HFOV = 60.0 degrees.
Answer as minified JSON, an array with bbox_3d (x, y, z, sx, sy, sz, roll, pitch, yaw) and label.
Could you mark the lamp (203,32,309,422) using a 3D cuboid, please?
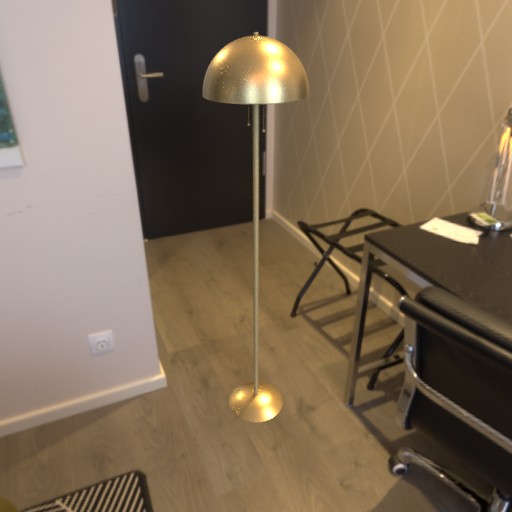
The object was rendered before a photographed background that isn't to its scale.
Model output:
[{"bbox_3d":[0.000,0.000,1.641,0.328,1.480,0.328,19,34,31],"label":"lamp"}]
